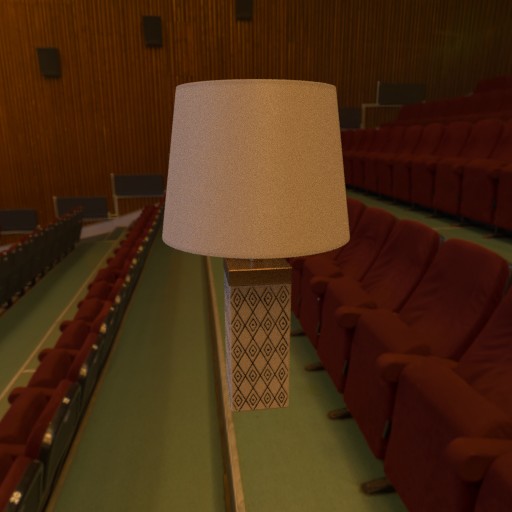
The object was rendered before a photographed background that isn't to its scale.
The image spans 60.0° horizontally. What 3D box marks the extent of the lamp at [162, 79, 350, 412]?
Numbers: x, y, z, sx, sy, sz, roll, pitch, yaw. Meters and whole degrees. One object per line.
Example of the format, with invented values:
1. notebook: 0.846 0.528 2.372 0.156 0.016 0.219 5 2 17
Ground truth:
1. lamp: 0.000 0.000 0.614 0.251 0.435 0.251 0 15 0
